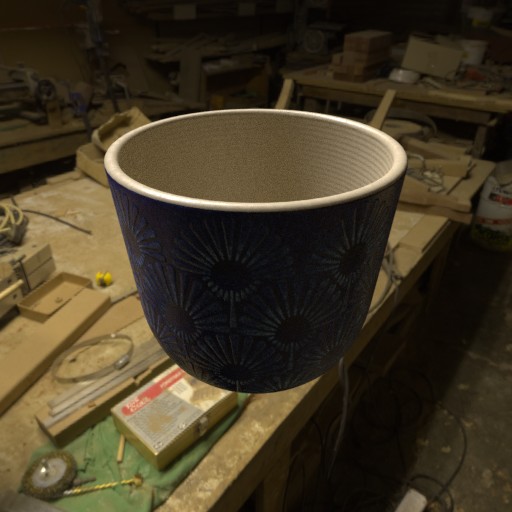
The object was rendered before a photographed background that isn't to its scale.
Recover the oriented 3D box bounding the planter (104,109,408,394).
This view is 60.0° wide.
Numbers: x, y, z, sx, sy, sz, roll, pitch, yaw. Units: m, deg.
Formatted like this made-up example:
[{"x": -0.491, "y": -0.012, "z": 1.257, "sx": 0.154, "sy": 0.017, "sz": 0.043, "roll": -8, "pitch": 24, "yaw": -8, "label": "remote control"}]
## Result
[{"x": 0.000, "y": 0.000, "z": 0.296, "sx": 0.170, "sy": 0.153, "sz": 0.170, "roll": 0, "pitch": 32, "yaw": 0, "label": "planter"}]
